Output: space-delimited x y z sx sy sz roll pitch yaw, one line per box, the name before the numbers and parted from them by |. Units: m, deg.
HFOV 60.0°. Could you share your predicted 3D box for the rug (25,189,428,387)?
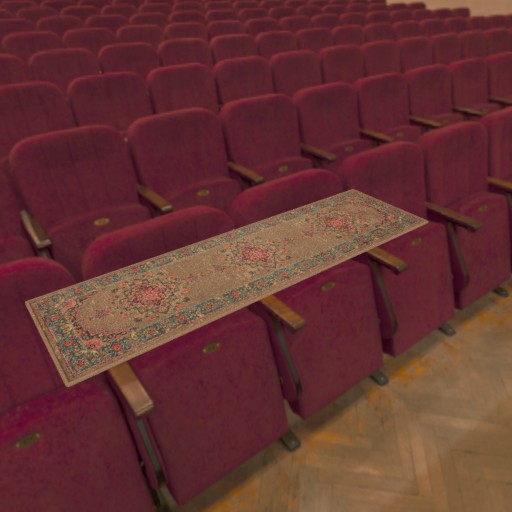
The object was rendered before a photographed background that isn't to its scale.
rug | 0.000 0.000 2.498 2.297 0.019 0.659 -21 38 -31
